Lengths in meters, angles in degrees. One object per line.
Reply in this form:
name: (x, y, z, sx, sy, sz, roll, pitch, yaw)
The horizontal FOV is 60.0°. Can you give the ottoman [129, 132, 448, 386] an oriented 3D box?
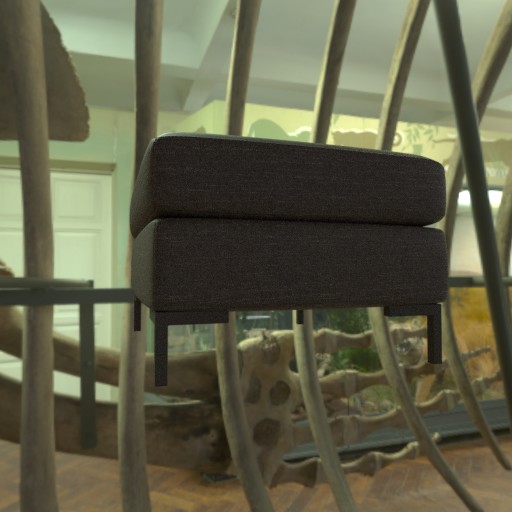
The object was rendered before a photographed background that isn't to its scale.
ottoman: (0.000, 0.000, 1.251, 0.671, 0.490, 0.820, 1, -2, -18)
